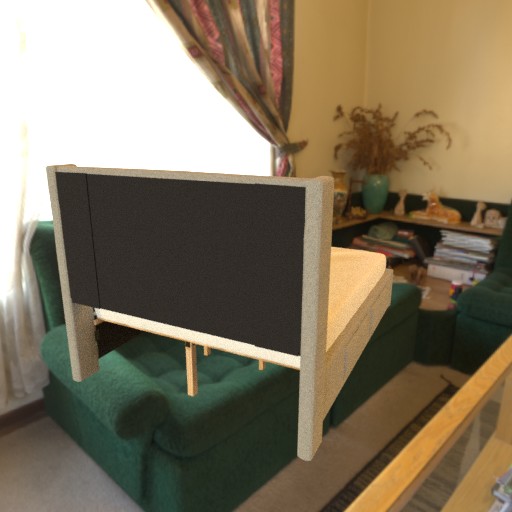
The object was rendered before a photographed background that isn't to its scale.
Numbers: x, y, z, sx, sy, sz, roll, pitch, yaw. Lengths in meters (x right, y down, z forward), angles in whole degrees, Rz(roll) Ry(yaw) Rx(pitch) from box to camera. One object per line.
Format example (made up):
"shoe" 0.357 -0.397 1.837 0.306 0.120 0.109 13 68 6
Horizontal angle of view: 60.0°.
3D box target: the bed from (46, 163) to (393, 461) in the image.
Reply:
"bed" 0.000 0.000 3.472 1.774 1.491 2.222 8 18 26
